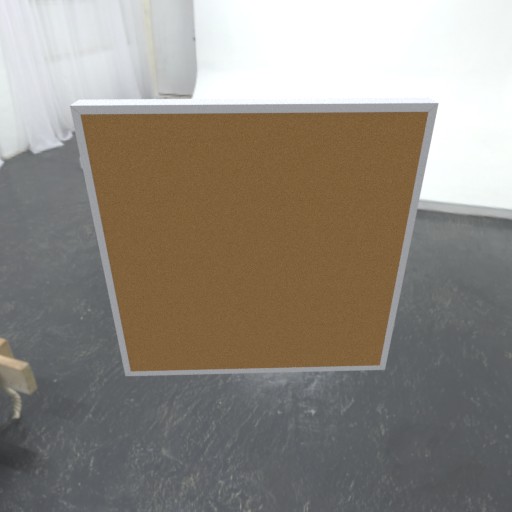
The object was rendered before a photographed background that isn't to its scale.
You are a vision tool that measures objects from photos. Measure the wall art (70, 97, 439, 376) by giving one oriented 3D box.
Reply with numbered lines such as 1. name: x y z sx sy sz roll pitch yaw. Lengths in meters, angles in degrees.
1. wall art: 0.000 0.000 0.757 0.509 0.509 0.040 -1 30 -2
